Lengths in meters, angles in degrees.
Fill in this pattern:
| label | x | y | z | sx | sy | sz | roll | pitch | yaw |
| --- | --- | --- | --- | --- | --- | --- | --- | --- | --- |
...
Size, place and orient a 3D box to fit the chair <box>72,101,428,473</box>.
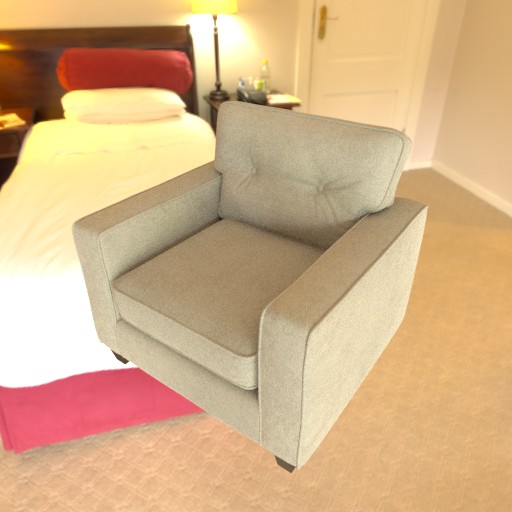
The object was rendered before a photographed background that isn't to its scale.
| label | x | y | z | sx | sy | sz | roll | pitch | yaw |
| --- | --- | --- | --- | --- | --- | --- | --- | --- | --- |
| chair | 0.000 | 0.000 | 1.725 | 1.015 | 0.965 | 0.939 | 21 | 38 | 30 |
